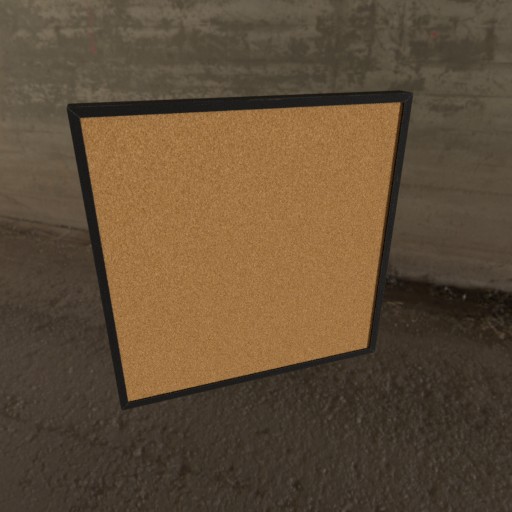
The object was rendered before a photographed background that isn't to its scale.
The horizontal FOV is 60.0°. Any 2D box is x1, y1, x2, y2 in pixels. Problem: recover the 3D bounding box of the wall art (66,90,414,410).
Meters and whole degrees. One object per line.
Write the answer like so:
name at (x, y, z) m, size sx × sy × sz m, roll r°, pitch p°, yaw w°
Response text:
wall art at (0.000, 0.000, 0.746) m, size 0.506 × 0.506 × 0.036 m, roll -8°, pitch 28°, yaw -16°
